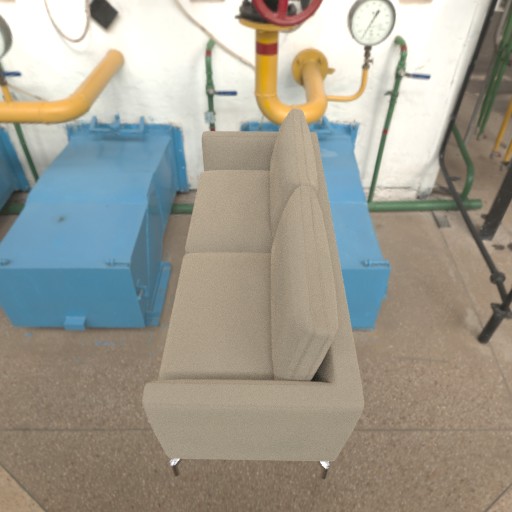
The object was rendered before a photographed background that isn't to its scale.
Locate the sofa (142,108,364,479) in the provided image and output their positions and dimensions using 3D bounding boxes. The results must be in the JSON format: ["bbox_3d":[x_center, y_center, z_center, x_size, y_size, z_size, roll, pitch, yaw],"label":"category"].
[{"bbox_3d":[0.000,0.000,2.634,0.868,1.005,2.214,1,42,1],"label":"sofa"}]
